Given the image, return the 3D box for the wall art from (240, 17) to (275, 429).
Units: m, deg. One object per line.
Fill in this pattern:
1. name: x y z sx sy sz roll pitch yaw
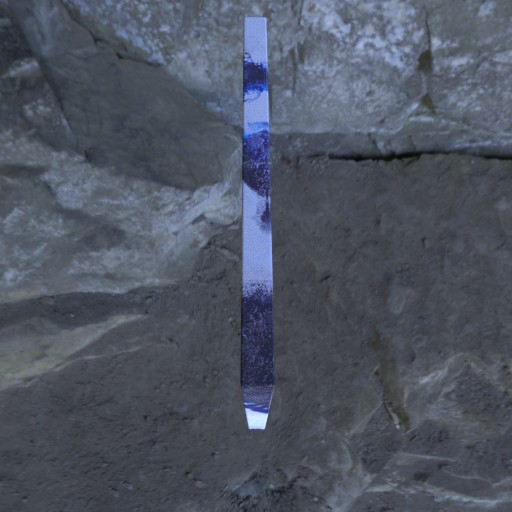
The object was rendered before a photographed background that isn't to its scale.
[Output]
1. wall art: 0.000 0.000 0.894 0.039 0.609 0.609 0 65 0
